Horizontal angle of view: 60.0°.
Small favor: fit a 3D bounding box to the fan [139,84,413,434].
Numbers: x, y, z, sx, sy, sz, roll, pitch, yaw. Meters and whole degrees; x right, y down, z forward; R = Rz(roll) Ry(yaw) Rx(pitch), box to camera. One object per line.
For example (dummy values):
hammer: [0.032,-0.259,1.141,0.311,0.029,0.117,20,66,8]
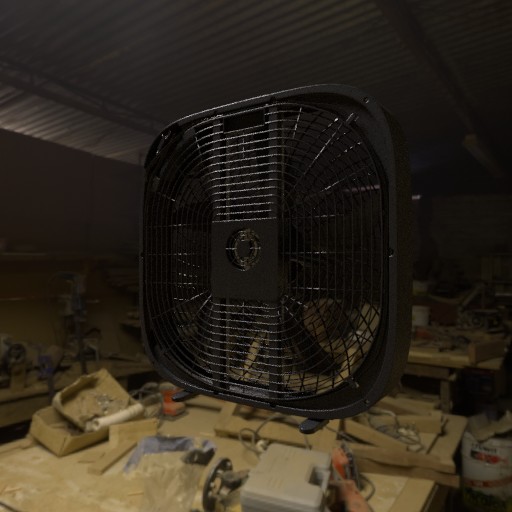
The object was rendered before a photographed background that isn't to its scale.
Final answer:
fan: [0.000,0.000,0.792,0.526,0.533,0.142,0,-1,34]
